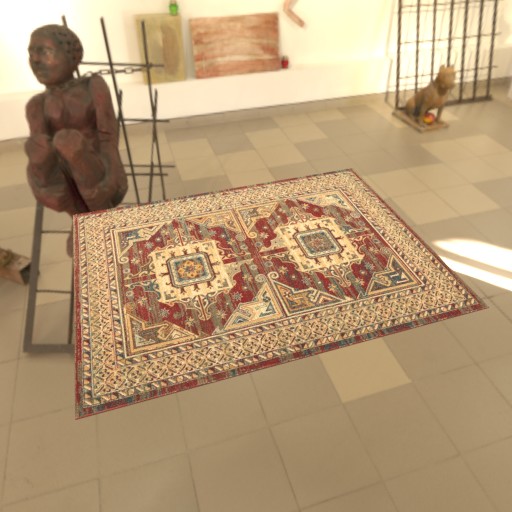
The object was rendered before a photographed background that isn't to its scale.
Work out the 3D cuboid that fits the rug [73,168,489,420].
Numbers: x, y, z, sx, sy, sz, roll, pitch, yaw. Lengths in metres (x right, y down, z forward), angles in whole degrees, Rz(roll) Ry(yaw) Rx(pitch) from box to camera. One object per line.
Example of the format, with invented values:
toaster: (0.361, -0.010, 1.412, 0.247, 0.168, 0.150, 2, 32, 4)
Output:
rug: (0.000, 0.000, 4.078, 3.197, 0.013, 2.381, -12, 42, -13)
